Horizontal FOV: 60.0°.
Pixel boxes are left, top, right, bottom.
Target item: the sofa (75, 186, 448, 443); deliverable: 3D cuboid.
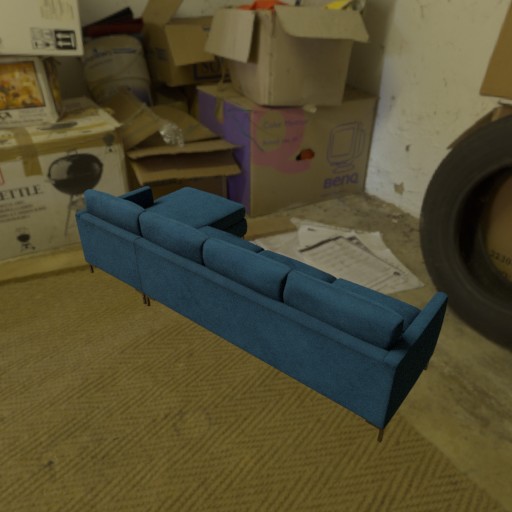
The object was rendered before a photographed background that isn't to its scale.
[{"bbox_3d":[0.000,0.000,3.521,2.932,0.810,1.350,22,37,33],"label":"sofa"}]
